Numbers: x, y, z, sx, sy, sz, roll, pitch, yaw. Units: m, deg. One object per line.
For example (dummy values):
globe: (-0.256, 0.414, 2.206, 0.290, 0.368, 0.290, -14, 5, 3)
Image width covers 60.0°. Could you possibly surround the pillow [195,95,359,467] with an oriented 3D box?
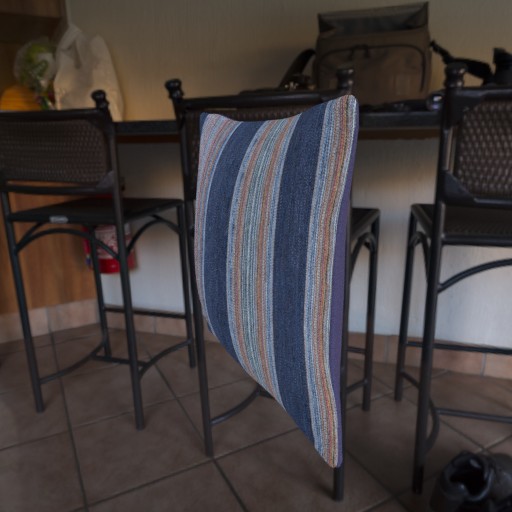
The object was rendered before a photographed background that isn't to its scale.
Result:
pillow: (0.000, 0.000, 0.651, 0.136, 0.419, 0.437, -8, 17, -25)
